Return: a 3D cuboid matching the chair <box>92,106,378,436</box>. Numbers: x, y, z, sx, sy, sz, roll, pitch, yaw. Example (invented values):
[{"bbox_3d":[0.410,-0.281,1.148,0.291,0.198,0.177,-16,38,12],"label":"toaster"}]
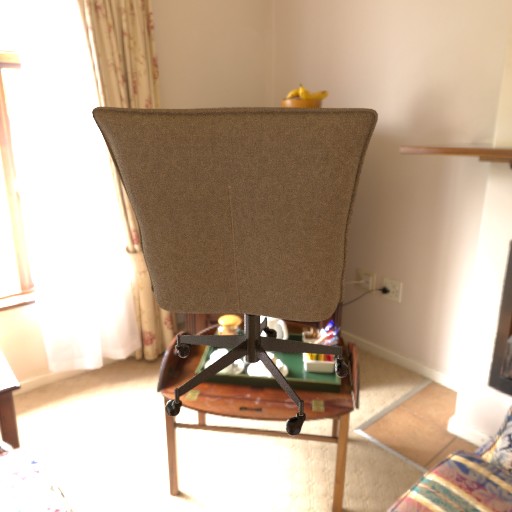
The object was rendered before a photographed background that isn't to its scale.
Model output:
[{"bbox_3d":[0.000,0.000,1.315,0.597,0.811,0.696,3,16,10],"label":"chair"}]
